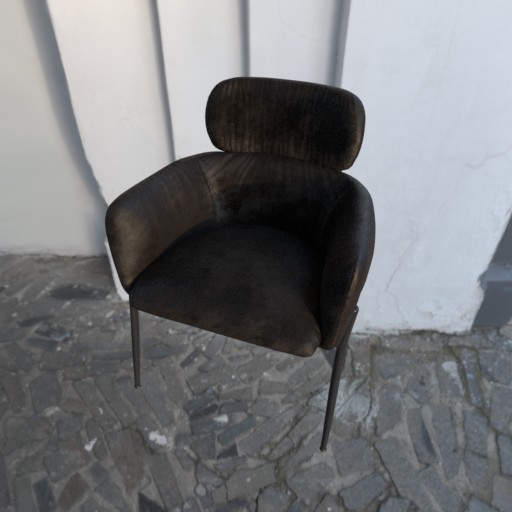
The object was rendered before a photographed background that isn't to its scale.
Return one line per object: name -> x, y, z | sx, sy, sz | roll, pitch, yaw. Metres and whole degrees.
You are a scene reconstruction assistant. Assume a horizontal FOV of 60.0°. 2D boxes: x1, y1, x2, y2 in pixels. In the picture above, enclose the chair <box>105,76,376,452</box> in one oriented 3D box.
chair -> 0.000, 0.000, 1.274 | 0.640, 0.818, 0.604 | 13, 41, 15
